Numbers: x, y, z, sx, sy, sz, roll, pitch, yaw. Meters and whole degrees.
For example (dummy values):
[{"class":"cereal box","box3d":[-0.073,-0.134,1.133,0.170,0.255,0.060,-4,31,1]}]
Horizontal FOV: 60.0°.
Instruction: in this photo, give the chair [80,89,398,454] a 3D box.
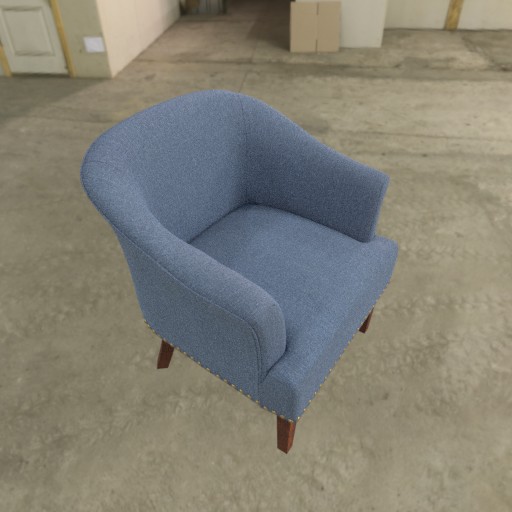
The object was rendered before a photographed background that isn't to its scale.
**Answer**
[{"class":"chair","box3d":[0.000,0.000,1.383,0.704,0.815,0.772,23,45,26]}]
